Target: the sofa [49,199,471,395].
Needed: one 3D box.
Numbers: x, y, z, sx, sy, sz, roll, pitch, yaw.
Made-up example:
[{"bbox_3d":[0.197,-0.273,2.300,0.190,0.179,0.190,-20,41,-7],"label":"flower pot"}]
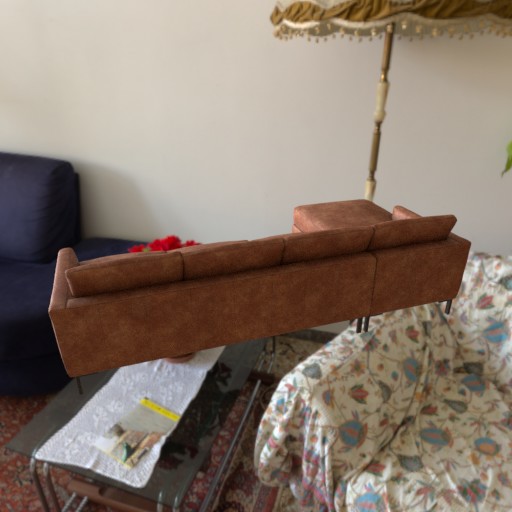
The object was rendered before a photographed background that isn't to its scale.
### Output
[{"bbox_3d":[0.000,0.000,3.655,2.993,0.859,1.471,-9,28,-17],"label":"sofa"}]
